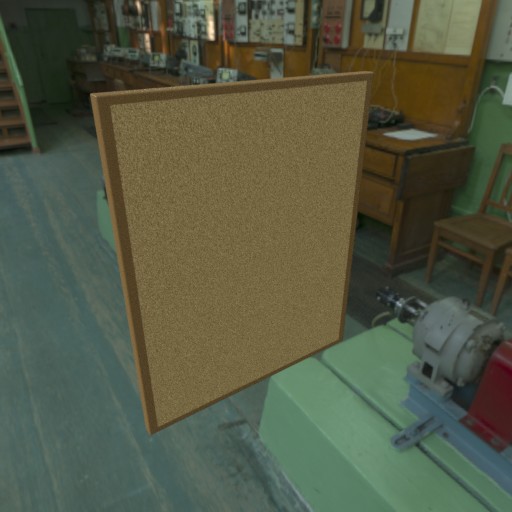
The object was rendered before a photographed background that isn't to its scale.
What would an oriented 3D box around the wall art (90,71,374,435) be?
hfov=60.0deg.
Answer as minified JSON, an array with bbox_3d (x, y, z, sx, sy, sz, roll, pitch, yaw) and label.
[{"bbox_3d":[0.000,0.000,0.743,0.449,0.550,0.021,-18,33,-30],"label":"wall art"}]
